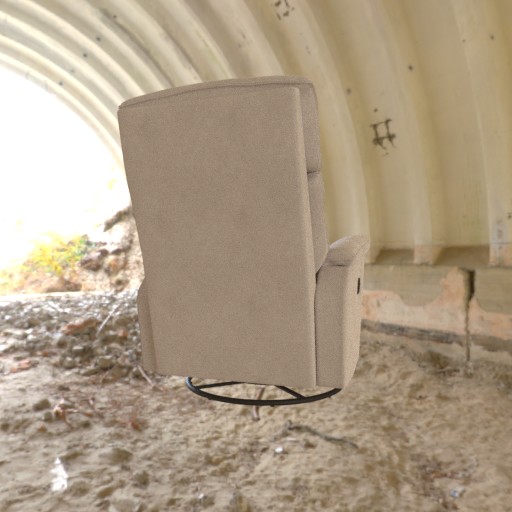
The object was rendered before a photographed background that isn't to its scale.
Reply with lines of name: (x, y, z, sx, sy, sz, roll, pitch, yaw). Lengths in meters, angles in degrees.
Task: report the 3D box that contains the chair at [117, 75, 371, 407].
chair: (0.000, 0.000, 1.726, 0.820, 1.039, 1.001, 0, -1, 19)
